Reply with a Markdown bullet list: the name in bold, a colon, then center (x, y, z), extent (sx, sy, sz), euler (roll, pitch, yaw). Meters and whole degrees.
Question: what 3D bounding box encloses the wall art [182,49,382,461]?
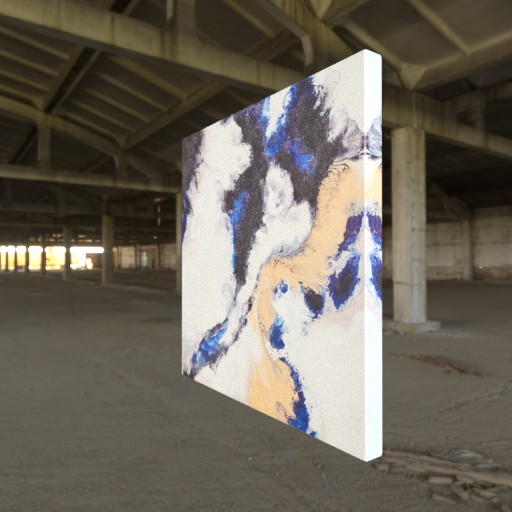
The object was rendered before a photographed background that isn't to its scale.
- **wall art**: center (0.000, 0.000, 0.909), extent (0.039, 0.609, 0.609), euler (0, 0, -35)
